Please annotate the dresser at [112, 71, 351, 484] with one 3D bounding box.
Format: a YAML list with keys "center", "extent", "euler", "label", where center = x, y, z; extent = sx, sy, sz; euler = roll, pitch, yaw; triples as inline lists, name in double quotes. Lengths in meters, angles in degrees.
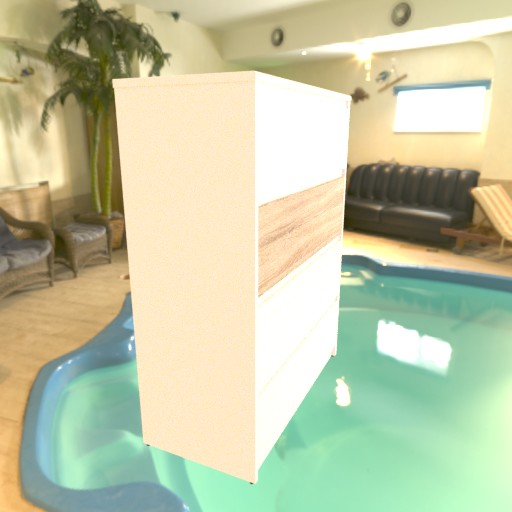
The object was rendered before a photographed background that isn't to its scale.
- center: [0.000, 0.000, 1.472]
  extent: [0.380, 1.040, 0.800]
  euler: [8, 18, 24]
  label: "dresser"
